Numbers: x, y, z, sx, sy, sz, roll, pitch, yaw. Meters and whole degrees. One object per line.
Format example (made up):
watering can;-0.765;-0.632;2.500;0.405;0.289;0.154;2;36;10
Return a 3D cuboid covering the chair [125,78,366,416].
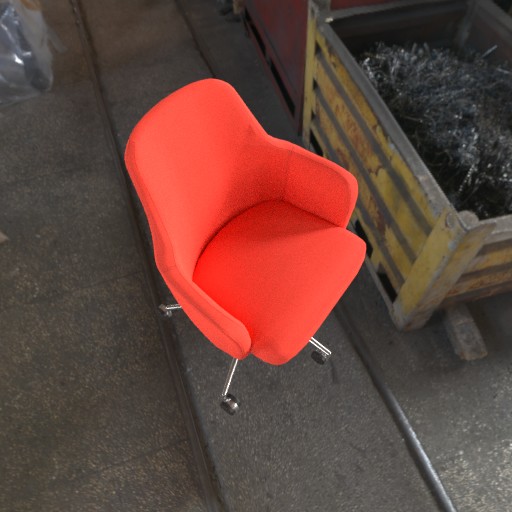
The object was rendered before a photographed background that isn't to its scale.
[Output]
chair;0.000;0.000;1.279;0.600;0.820;0.655;32;62;19
